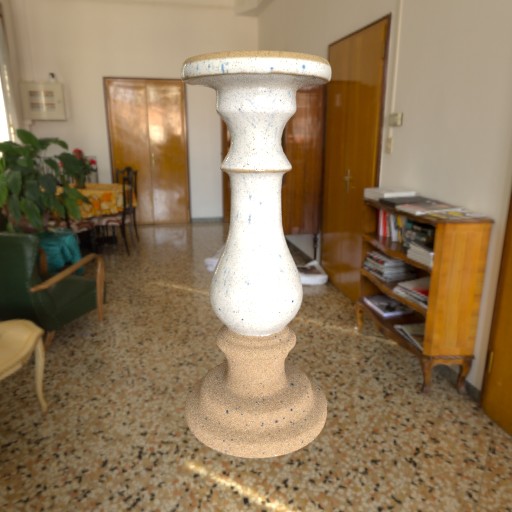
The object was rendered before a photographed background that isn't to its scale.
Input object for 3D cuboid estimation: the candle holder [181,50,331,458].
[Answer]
[{"bbox_3d":[0.000,0.000,0.251,0.088,0.203,0.088,0,15,0],"label":"candle holder"}]
